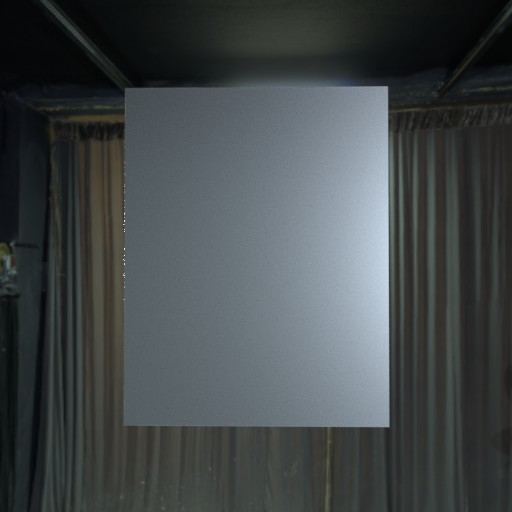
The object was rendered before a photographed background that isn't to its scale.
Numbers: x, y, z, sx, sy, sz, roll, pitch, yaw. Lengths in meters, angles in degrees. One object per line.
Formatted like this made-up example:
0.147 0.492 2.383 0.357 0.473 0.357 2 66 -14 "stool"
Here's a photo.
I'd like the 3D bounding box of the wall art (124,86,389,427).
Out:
0.000 0.000 0.757 0.444 0.569 0.025 0 -1 1 "wall art"
